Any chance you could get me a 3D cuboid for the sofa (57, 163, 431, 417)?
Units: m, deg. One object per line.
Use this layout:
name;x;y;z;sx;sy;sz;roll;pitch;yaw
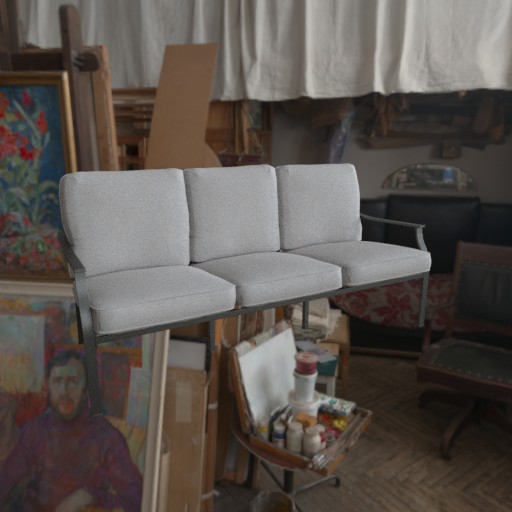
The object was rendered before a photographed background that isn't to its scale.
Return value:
sofa;0.000;0.000;2.213;1.740;0.860;0.787;-8;17;-27
